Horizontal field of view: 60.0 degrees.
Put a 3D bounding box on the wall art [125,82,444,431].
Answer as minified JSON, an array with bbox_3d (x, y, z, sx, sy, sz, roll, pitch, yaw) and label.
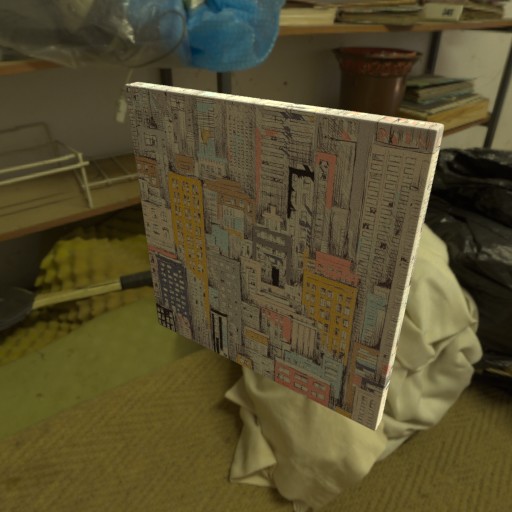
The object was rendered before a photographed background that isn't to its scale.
[{"bbox_3d":[0.000,0.000,0.900,0.607,0.608,0.038,19,36,29],"label":"wall art"}]
